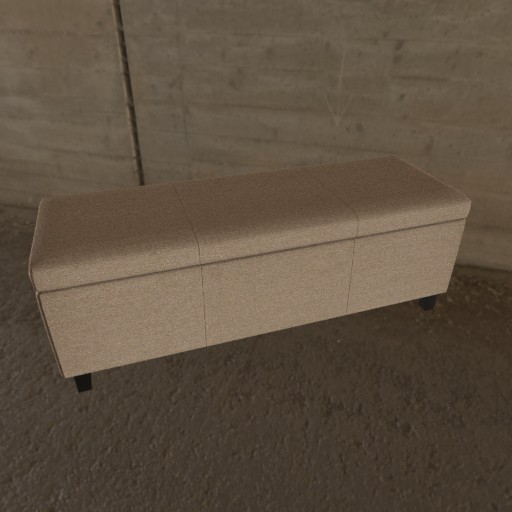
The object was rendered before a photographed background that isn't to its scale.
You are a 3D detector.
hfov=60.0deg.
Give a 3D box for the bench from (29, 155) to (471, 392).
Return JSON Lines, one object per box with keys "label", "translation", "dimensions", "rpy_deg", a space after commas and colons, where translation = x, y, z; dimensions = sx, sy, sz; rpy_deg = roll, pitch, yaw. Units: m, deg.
{"label": "bench", "translation": [0.000, 0.000, 1.456], "dimensions": [1.269, 0.438, 0.446], "rpy_deg": [-10, 33, -16]}
